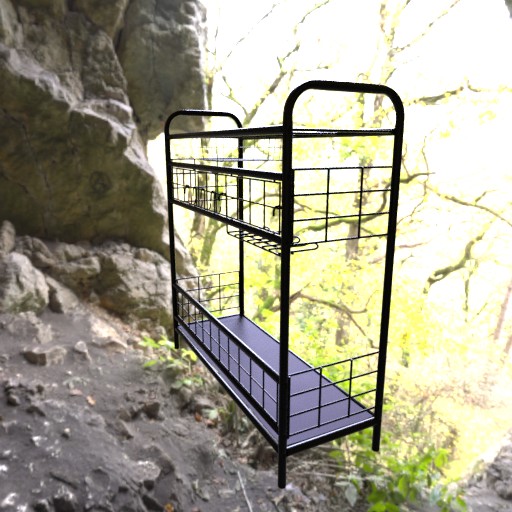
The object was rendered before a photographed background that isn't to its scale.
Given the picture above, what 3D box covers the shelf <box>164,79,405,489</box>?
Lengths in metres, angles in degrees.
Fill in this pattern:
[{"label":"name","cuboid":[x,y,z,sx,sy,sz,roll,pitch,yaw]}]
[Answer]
[{"label":"shelf","cuboid":[0.000,0.000,1.540,0.350,1.026,0.961,-7,15,-26]}]
